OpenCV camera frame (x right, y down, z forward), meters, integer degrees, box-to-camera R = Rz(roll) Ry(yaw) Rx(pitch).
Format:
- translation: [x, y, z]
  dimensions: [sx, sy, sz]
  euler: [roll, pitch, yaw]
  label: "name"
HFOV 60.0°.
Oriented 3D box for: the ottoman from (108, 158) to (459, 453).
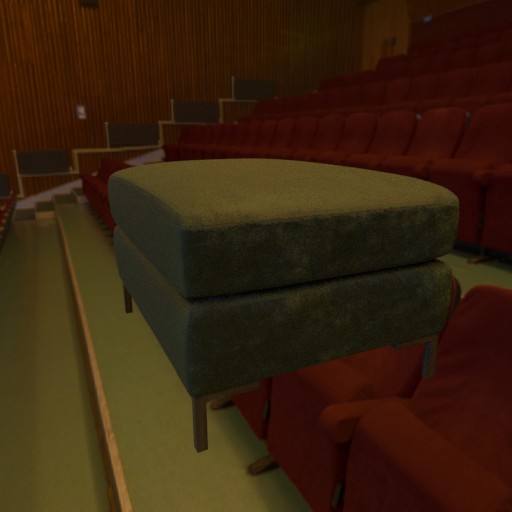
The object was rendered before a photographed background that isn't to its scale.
- translation: [0.000, 0.000, 1.301]
  dimensions: [0.701, 0.538, 0.839]
  euler: [-8, 18, -25]
  label: "ottoman"
